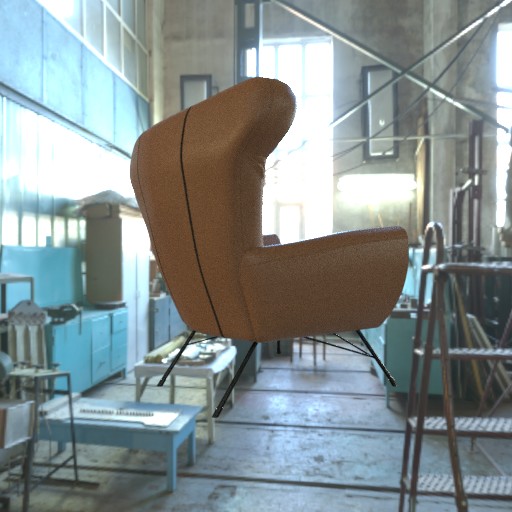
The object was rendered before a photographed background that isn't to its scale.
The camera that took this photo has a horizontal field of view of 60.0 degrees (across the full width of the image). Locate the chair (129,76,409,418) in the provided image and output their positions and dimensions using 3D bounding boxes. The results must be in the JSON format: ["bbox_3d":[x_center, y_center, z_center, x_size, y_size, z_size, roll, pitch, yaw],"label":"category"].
[{"bbox_3d":[0.000,0.000,1.804,0.900,1.050,0.980,0,0,-37],"label":"chair"}]
